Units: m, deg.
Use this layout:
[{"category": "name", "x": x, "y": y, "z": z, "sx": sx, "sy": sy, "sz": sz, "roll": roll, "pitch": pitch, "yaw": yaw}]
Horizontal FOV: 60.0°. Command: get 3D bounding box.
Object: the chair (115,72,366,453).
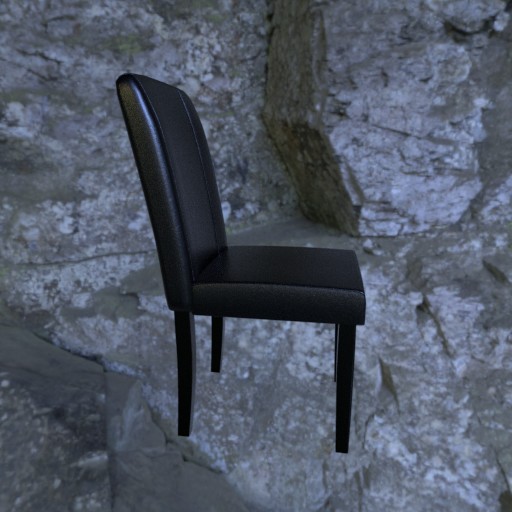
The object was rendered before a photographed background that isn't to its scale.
[{"category": "chair", "x": 0.000, "y": 0.000, "z": 1.194, "sx": 0.556, "sy": 0.897, "sz": 0.399, "roll": 2, "pitch": 15, "yaw": 9}]
